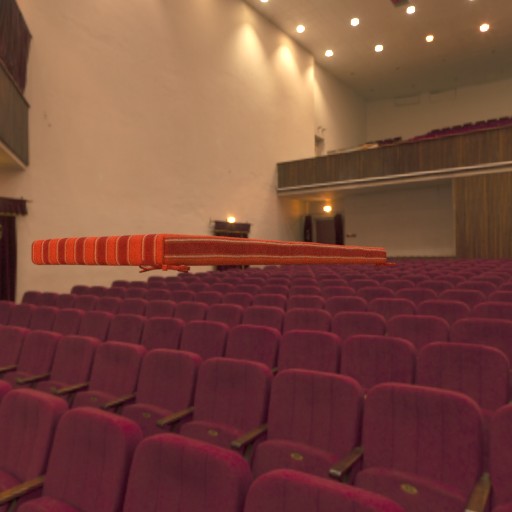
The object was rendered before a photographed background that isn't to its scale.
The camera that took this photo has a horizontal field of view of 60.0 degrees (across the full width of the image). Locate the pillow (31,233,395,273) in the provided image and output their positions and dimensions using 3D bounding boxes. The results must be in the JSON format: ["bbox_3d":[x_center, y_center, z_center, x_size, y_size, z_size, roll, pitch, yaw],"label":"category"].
[{"bbox_3d":[0.000,0.000,1.358,0.492,0.081,1.187,0,-1,36],"label":"pillow"}]
